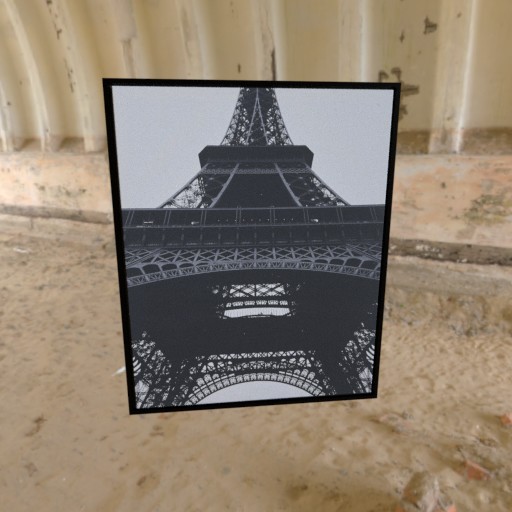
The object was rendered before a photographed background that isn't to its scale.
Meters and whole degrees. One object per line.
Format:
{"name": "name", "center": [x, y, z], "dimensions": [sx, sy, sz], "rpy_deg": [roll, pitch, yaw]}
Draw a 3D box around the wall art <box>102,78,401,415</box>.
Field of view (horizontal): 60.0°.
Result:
{"name": "wall art", "center": [0.000, 0.000, 0.750], "dimensions": [0.451, 0.553, 0.039], "rpy_deg": [-2, 15, -6]}
